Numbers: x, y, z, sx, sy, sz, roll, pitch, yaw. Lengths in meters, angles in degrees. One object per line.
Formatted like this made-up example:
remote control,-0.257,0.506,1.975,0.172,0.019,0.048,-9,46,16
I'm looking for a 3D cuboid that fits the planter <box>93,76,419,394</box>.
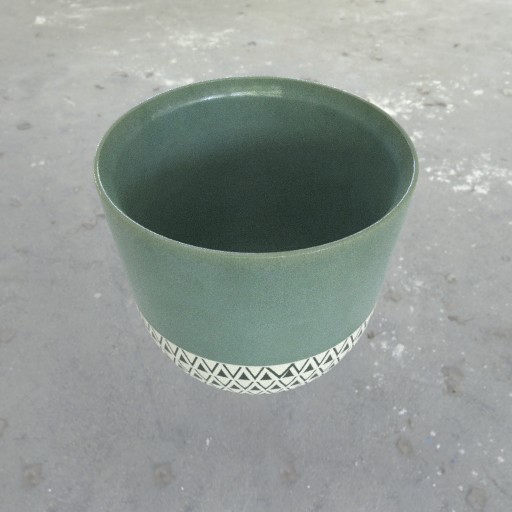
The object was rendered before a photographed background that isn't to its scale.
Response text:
planter,0.000,0.000,0.468,0.266,0.270,0.266,0,46,0
